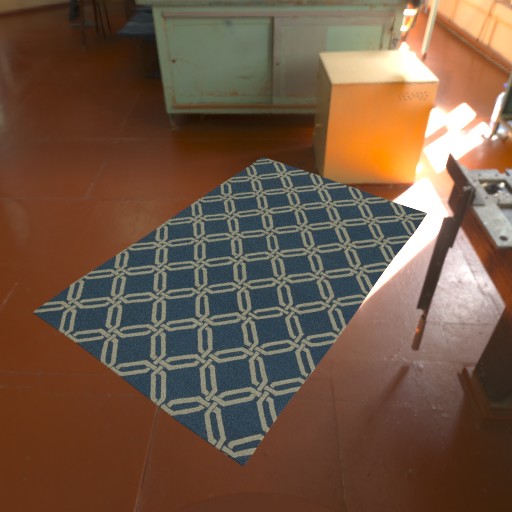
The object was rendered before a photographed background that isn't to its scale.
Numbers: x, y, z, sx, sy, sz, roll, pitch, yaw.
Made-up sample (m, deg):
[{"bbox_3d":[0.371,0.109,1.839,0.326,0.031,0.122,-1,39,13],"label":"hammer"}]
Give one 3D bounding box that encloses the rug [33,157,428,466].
[{"bbox_3d":[0.000,0.000,2.209,1.153,0.010,1.755,25,46,26],"label":"rug"}]
